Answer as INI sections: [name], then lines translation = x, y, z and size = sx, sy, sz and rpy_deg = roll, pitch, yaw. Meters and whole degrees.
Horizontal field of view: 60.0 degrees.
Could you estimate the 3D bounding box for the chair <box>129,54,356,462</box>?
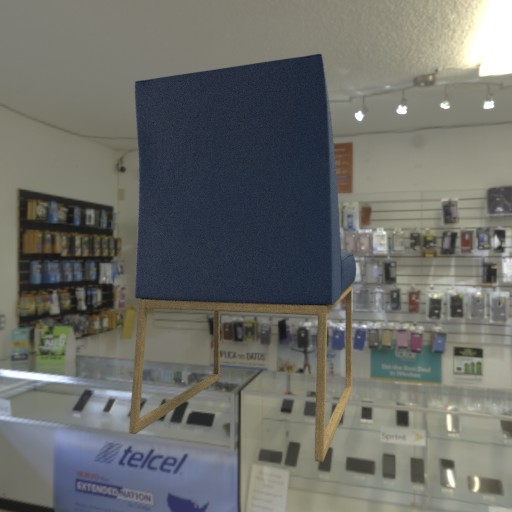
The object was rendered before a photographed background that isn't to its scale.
[chair]
translation = 0.000, 0.000, 1.248
size = 0.508, 0.863, 0.522
rpy_deg = 0, 0, 19
